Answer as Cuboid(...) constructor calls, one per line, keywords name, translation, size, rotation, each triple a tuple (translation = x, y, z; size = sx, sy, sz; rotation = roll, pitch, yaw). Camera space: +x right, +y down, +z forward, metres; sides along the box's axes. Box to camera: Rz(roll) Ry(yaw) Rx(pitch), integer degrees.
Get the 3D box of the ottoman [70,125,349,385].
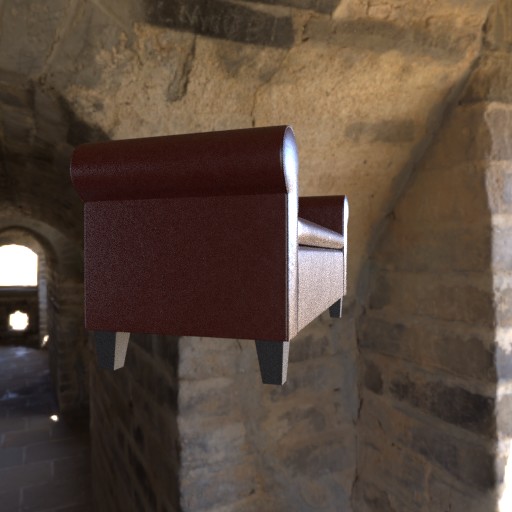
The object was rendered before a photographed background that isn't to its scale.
Cuboid(name="ottoman", translation=(0.000, 0.000, 1.534), size=(0.521, 0.547, 1.256), rotation=(0, 0, 17))
